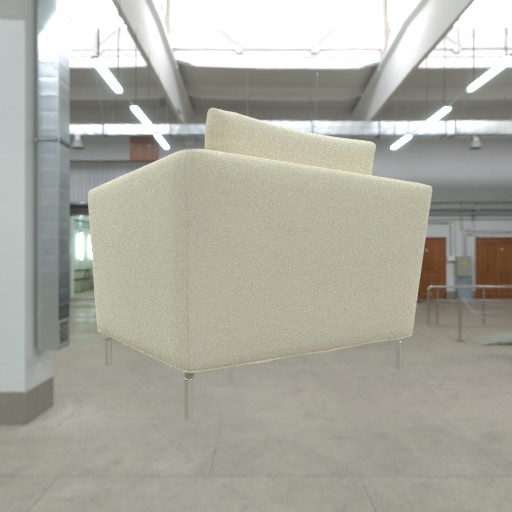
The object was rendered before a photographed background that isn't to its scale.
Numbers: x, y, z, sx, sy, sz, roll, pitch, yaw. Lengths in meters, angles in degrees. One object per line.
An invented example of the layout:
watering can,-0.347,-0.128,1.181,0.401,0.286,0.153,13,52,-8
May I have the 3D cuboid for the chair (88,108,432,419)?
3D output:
chair,0.000,0.000,1.699,1.041,0.865,0.889,0,0,-35
